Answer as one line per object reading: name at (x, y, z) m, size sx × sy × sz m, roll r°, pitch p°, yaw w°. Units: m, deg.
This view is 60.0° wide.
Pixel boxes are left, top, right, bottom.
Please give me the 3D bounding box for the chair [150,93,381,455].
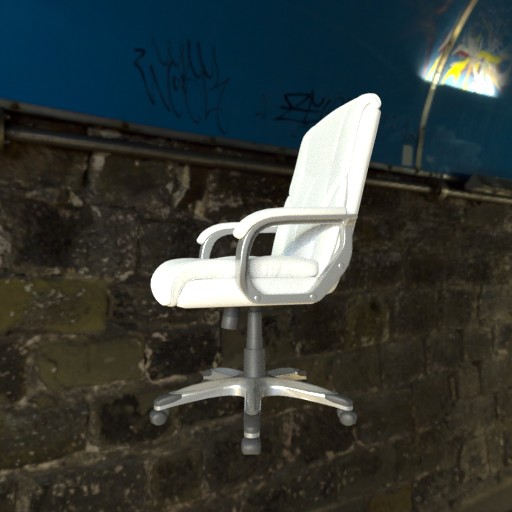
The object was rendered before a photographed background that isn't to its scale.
chair at (0.000, 0.000, 1.585) m, size 0.738 × 1.120 × 0.687 m, roll 0°, pitch 0°, yaw -17°
